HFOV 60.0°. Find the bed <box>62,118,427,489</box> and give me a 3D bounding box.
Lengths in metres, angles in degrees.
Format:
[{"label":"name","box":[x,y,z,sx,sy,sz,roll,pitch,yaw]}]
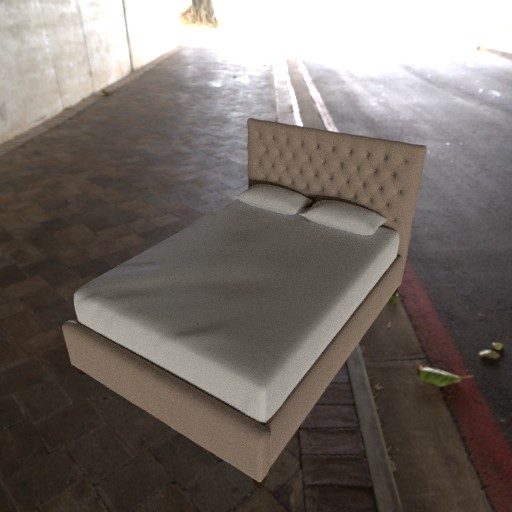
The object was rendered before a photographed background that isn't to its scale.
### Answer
[{"label":"bed","box":[0.000,0.000,3.386,1.698,1.427,2.387,19,35,29]}]
